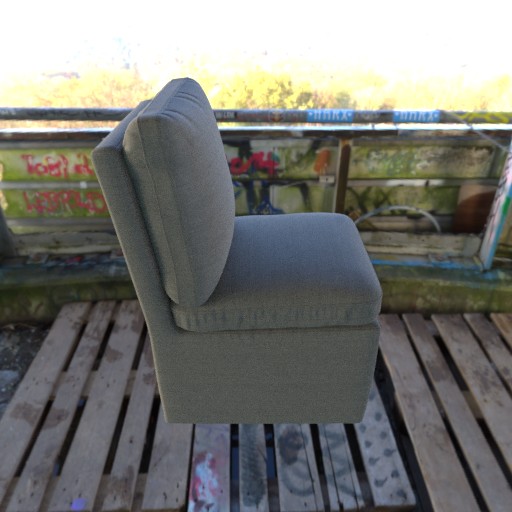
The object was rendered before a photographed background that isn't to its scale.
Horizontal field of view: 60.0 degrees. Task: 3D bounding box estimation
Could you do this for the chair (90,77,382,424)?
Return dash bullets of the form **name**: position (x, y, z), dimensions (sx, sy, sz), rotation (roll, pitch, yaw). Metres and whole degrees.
- **chair**: position (0.000, 0.000, 1.316), dimensions (0.698, 0.927, 0.503), rotation (0, 31, 0)
